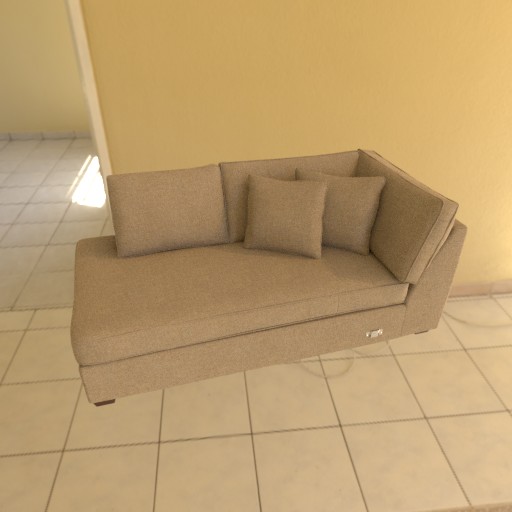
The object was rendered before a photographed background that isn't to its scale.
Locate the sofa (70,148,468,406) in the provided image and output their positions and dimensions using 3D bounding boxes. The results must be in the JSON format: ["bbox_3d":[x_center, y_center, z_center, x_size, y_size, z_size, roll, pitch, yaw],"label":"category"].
[{"bbox_3d":[0.000,0.000,2.837,2.238,1.019,1.110,-9,34,-13],"label":"sofa"}]
